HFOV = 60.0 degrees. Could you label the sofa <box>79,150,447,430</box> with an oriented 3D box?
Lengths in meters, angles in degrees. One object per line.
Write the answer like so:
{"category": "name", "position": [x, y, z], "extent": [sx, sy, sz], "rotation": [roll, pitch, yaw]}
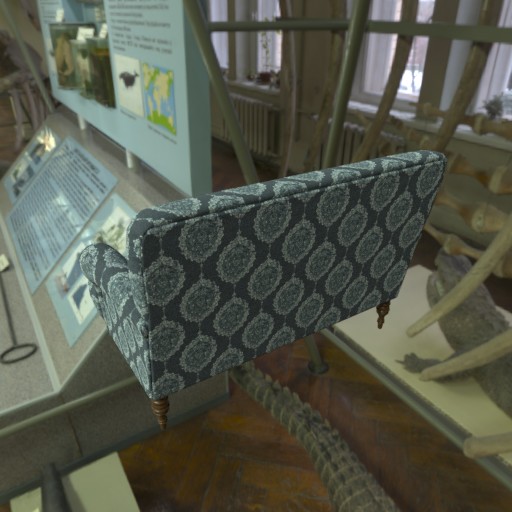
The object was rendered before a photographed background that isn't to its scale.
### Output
{"category": "sofa", "position": [0.000, 0.000, 1.806], "extent": [1.297, 0.867, 0.779], "rotation": [-17, 32, -28]}
